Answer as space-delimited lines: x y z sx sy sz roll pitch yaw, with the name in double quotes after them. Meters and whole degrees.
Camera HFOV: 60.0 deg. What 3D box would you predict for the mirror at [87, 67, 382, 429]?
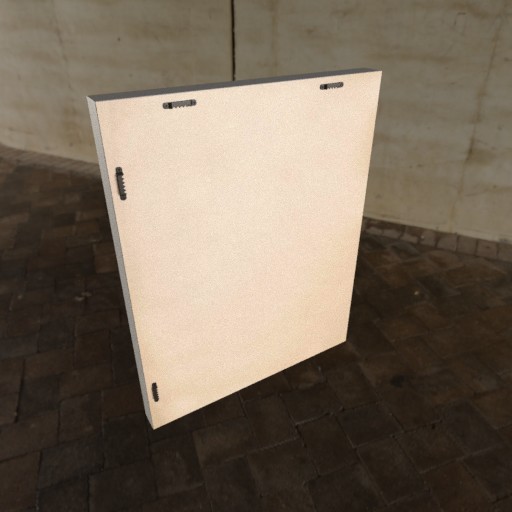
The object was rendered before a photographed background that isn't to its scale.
0.000 0.000 0.685 0.405 0.508 0.041 -17 35 -27 "mirror"
